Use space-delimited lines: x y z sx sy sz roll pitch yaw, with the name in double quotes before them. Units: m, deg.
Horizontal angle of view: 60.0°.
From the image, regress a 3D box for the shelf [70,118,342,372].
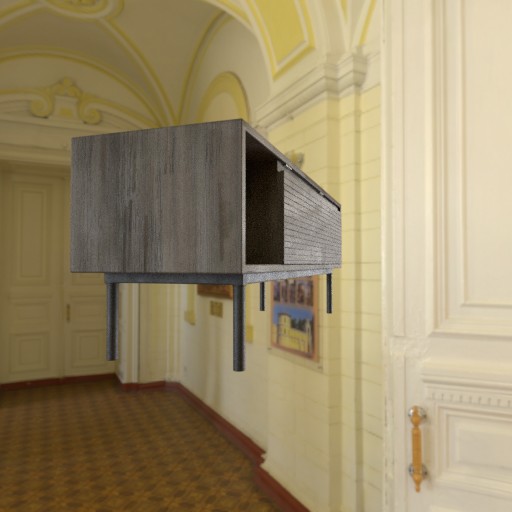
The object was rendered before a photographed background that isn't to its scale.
"shelf" 0.000 0.000 1.503 0.400 0.495 1.300 0 -1 19
